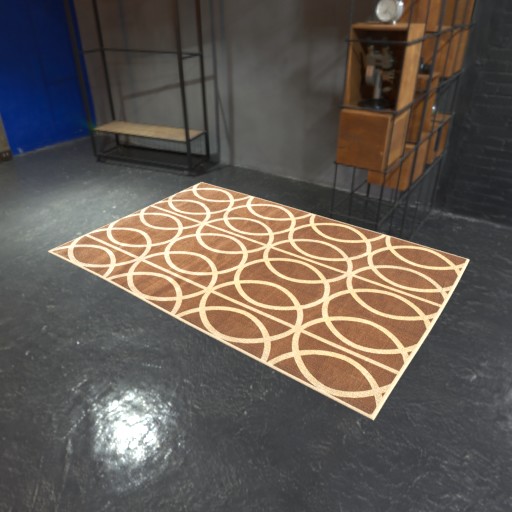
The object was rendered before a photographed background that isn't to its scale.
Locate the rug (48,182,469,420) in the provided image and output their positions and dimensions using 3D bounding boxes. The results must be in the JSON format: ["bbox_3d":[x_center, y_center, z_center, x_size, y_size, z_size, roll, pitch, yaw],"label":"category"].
[{"bbox_3d":[0.000,0.000,2.875,2.294,0.014,1.528,20,36,30],"label":"rug"}]
